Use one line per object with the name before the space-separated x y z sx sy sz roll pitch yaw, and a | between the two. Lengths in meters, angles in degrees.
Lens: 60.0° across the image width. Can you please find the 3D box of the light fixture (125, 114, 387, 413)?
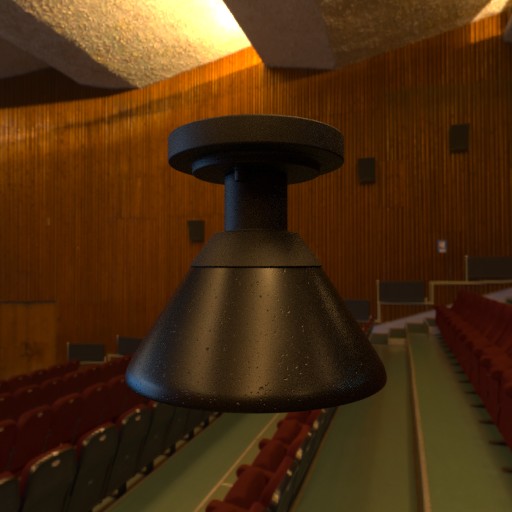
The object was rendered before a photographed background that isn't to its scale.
light fixture | 0.000 0.000 0.355 0.200 0.183 0.200 0 -1 0
